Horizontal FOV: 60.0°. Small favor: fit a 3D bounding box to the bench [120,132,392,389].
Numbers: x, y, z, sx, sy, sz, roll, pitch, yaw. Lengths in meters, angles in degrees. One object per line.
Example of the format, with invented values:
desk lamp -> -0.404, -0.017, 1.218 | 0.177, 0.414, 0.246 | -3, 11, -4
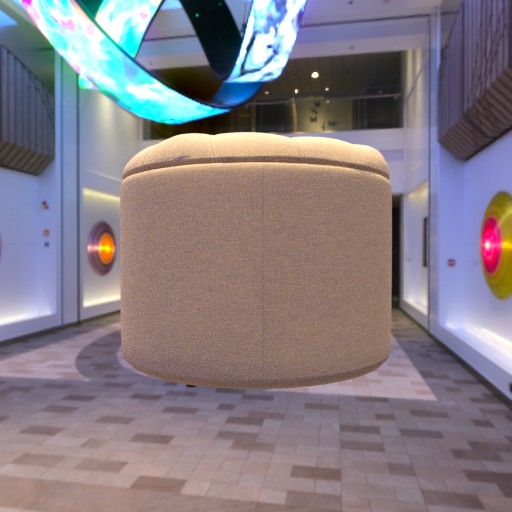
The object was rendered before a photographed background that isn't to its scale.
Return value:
bench -> 0.000, 0.000, 1.025 | 0.600, 0.454, 0.600 | 0, 1, 0
